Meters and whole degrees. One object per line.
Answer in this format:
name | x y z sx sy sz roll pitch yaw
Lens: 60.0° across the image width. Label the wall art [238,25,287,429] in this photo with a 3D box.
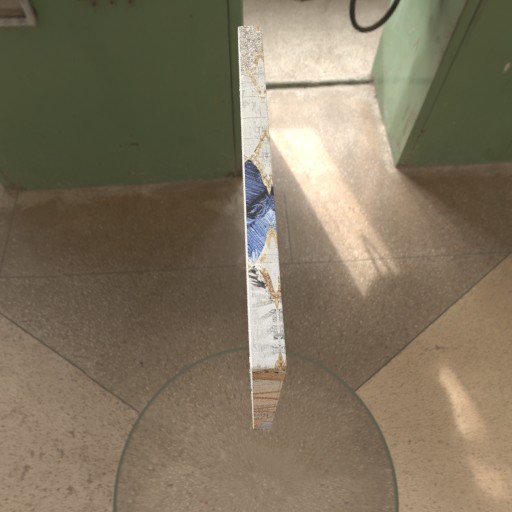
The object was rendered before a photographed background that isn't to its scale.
wall art | 0.000 0.000 0.764 0.038 0.508 0.507 -2 63 -1
